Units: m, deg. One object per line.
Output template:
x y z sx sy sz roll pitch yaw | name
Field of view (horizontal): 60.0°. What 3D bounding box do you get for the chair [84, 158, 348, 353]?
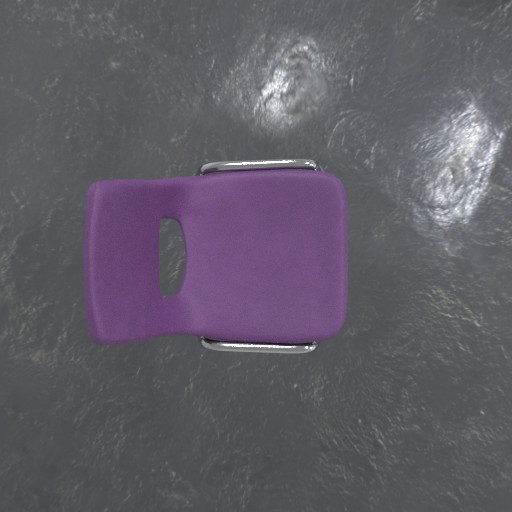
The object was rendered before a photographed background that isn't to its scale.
0.000 0.000 0.911 0.432 0.704 0.381 0 92 1 | chair
